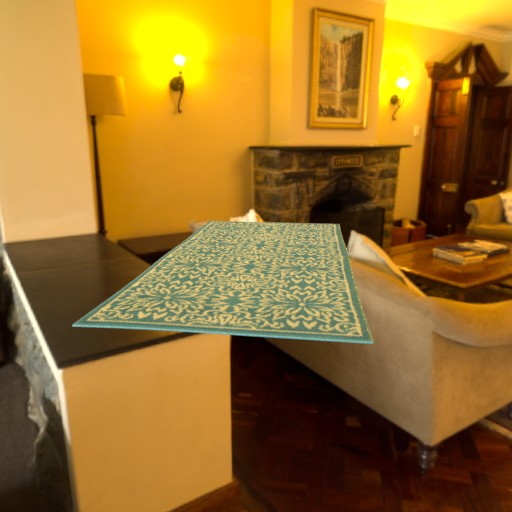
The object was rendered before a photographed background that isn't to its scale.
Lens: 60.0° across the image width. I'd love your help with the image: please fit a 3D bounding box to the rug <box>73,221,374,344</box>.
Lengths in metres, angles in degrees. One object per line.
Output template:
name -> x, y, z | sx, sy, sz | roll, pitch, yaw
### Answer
rug -> 0.000, 0.000, 1.453 | 0.604, 0.007, 1.219 | 2, 15, 7
